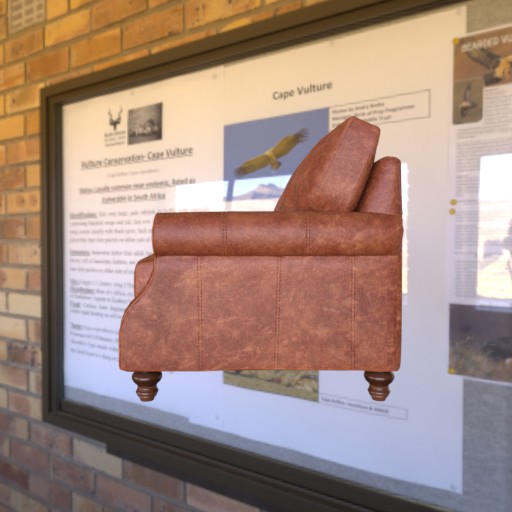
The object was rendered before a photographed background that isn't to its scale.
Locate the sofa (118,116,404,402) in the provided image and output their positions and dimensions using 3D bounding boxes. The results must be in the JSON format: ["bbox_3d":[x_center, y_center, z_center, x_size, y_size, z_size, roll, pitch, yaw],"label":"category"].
[{"bbox_3d":[0.000,0.000,2.193,0.990,0.967,1.616,0,1,0],"label":"sofa"}]
